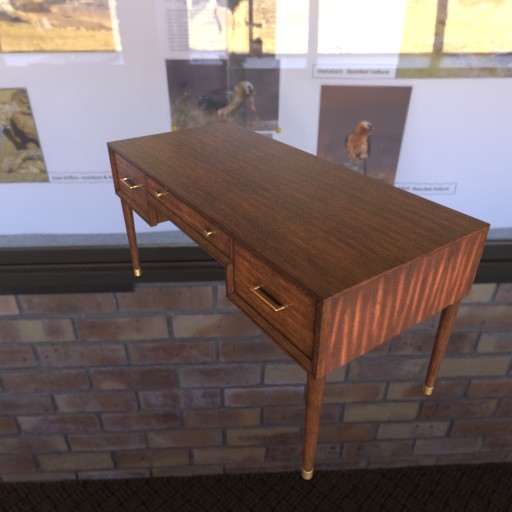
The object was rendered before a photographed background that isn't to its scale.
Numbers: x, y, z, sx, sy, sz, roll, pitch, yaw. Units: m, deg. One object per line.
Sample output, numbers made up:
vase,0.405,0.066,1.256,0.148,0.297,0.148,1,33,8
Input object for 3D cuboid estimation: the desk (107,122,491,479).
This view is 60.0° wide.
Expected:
desk,0.000,0.000,1.981,0.724,0.762,1.575,-19,36,-29
